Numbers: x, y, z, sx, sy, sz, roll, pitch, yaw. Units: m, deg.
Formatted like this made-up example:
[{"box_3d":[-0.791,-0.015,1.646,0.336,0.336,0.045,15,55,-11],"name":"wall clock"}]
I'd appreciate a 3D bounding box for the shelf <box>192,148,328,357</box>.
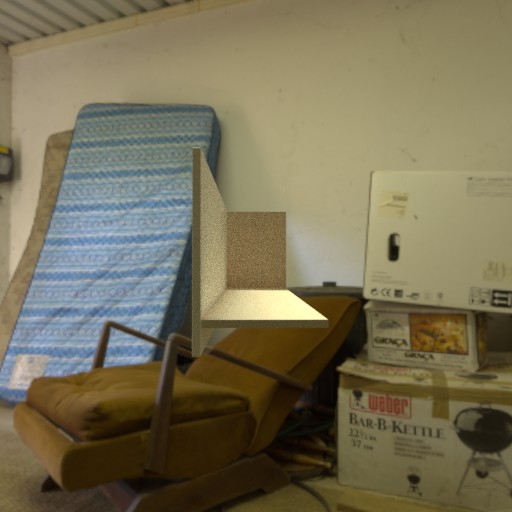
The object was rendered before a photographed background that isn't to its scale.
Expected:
[{"box_3d":[0.000,0.000,1.145,0.200,0.300,1.020,0,-1,-1],"name":"shelf"}]
